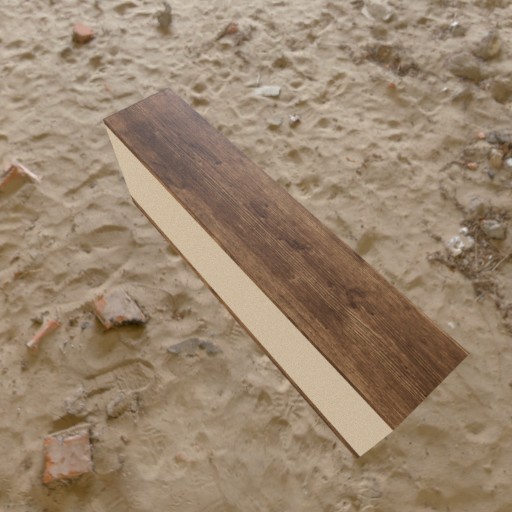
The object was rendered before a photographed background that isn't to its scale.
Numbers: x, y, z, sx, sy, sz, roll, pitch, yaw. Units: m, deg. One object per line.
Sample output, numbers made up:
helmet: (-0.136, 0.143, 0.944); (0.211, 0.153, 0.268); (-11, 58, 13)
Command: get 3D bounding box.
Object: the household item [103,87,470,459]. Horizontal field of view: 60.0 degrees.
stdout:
household item: (0.000, 0.000, 2.044); (0.390, 0.615, 1.800); (-35, 64, -20)
